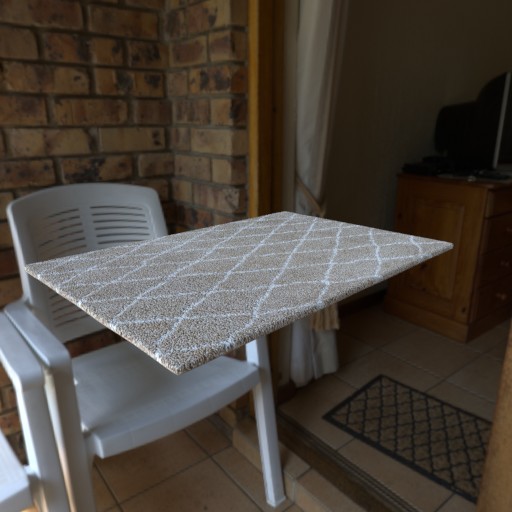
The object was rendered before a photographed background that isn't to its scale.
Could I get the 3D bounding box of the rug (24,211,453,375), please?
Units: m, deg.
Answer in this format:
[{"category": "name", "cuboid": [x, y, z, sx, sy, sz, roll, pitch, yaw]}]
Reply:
[{"category": "rug", "cuboid": [0.000, 0.000, 2.194, 1.778, 0.030, 1.219, -16, 23, -42]}]
